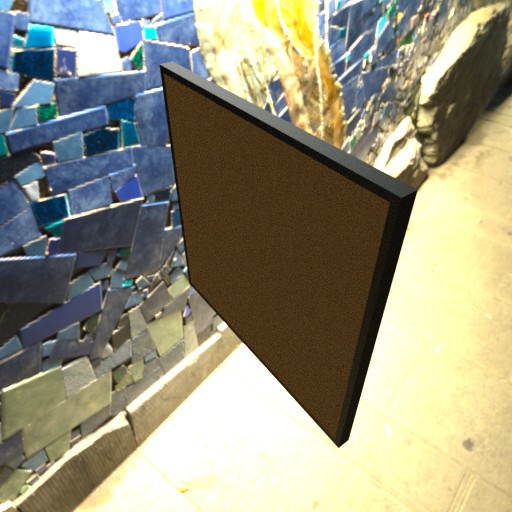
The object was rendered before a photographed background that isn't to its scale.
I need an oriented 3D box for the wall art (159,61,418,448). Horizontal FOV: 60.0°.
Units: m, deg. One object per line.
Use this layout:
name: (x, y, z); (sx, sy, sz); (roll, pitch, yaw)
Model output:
wall art: (0.000, 0.000, 1.135); (0.038, 0.763, 0.763); (-26, 47, -27)
